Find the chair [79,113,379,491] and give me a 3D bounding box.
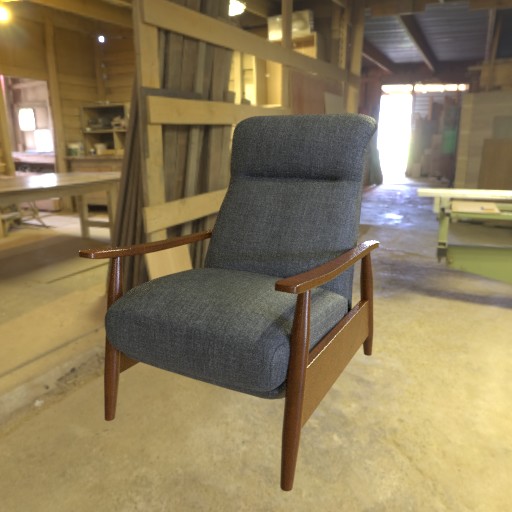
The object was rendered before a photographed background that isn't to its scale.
[{"bbox_3d":[0.000,0.000,1.712,0.762,1.082,1.030,8,17,27],"label":"chair"}]
